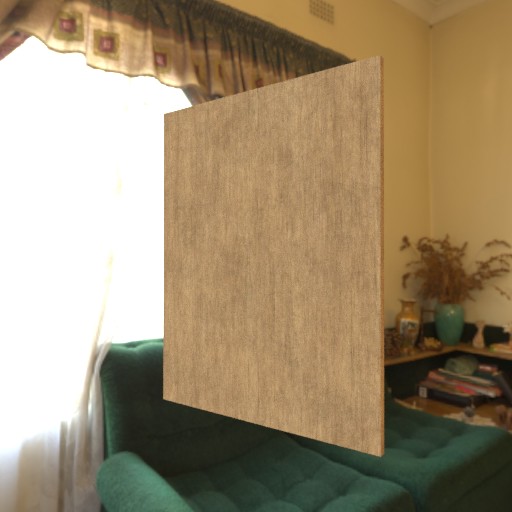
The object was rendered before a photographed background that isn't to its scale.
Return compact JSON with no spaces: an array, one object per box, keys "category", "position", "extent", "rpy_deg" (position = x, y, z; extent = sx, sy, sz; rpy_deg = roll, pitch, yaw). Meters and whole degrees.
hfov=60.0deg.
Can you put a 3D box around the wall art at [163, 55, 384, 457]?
[{"category":"wall art","position":[0.000,0.000,0.918],"extent":[0.534,0.686,0.018],"rpy_deg":[0,0,35]}]
